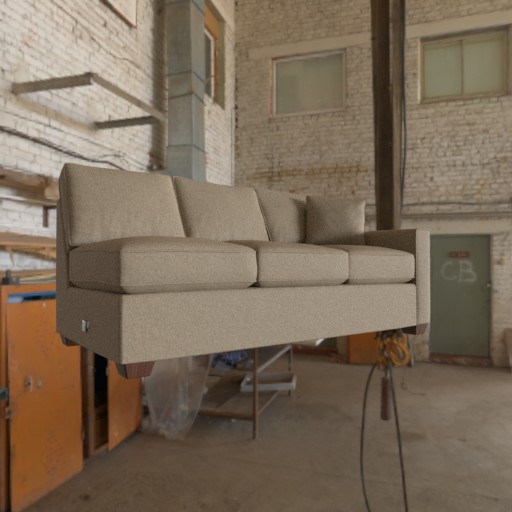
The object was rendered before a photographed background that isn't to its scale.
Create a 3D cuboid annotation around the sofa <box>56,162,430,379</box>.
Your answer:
[{"bbox_3d":[0.000,0.000,2.538,1.963,0.946,1.034,1,-2,-36],"label":"sofa"}]
